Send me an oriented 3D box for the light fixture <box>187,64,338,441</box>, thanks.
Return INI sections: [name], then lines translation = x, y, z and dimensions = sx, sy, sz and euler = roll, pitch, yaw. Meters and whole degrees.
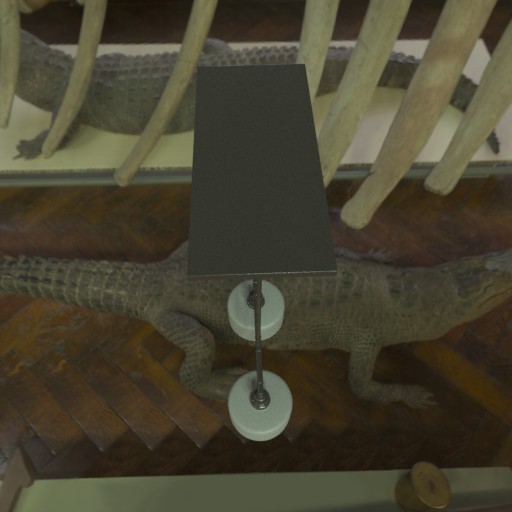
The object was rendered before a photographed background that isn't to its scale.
[light fixture]
translation = 0.000, 0.000, 0.860
dimensions = 0.177, 0.557, 0.582
euler = -2, 58, -1
